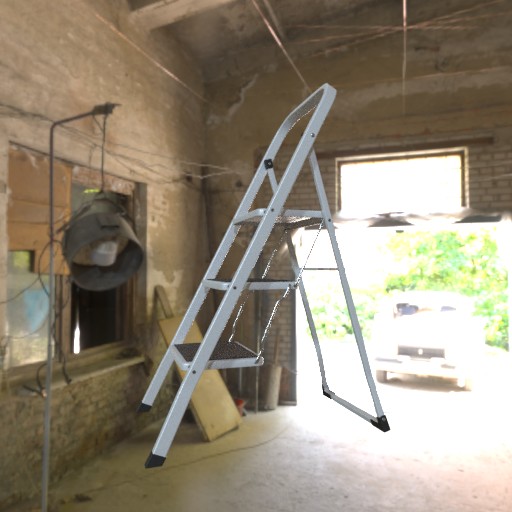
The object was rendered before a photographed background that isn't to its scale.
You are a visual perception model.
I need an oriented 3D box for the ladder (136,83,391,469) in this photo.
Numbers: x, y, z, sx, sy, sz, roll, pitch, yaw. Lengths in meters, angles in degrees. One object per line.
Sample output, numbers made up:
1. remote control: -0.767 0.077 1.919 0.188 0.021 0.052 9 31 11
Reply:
1. ladder: 0.000 0.000 1.414 0.711 1.050 0.460 0 -2 -18
